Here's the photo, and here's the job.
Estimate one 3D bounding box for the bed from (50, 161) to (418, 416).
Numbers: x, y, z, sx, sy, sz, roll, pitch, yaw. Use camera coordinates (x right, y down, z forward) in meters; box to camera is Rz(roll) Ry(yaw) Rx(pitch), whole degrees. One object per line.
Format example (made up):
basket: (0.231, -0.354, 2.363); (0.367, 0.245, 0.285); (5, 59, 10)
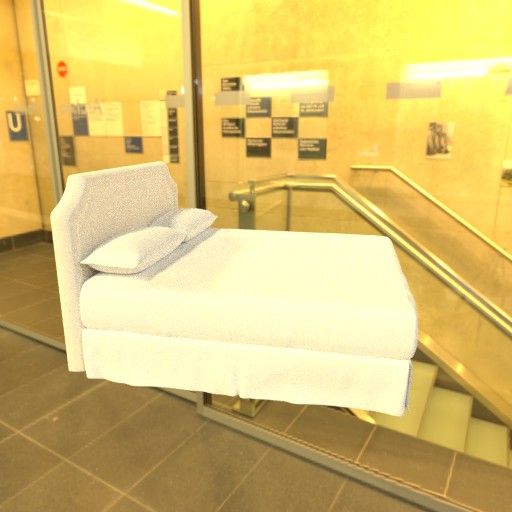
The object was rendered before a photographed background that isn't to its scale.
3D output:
bed: (0.000, 0.000, 3.942); (2.548, 1.524, 2.134); (3, 16, 12)
